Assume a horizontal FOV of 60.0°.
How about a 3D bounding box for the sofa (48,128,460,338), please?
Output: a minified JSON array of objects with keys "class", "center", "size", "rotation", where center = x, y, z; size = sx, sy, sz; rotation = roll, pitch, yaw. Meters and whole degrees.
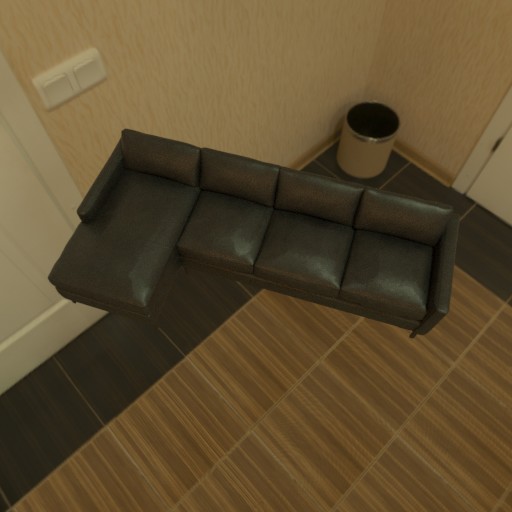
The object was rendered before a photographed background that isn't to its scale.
[{"class":"sofa","center":[0.000,0.000,3.617],"size":[2.993,0.859,1.471],"rotation":[15,61,9]}]
